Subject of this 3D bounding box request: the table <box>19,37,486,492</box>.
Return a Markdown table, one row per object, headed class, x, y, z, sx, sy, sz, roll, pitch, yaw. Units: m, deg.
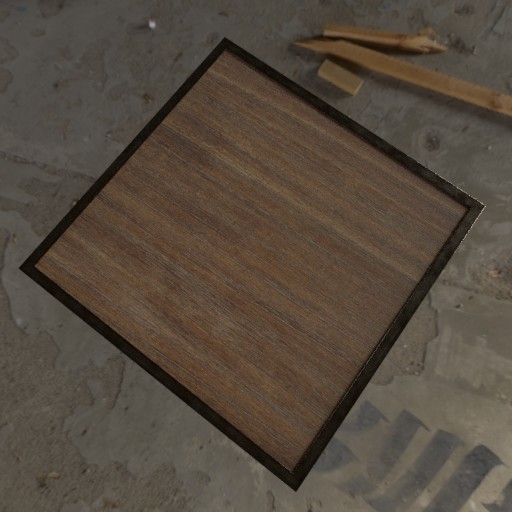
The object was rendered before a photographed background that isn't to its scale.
| class | x | y | z | sx | sy | sz | roll | pitch | yaw |
| --- | --- | --- | --- | --- | --- | --- | --- | --- | --- |
| table | 0.000 | 0.000 | 1.418 | 0.909 | 0.451 | 0.899 | 36 | 79 | 8 |
